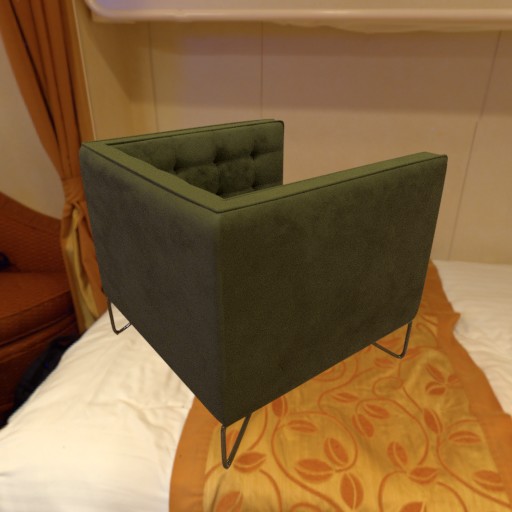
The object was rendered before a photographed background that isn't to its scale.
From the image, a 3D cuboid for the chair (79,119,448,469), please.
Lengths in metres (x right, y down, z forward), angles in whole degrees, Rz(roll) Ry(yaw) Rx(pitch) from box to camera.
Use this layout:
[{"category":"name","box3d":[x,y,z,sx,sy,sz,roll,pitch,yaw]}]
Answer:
[{"category":"chair","box3d":[0.000,0.000,1.604,0.894,0.790,0.880,-19,32,-33]}]
